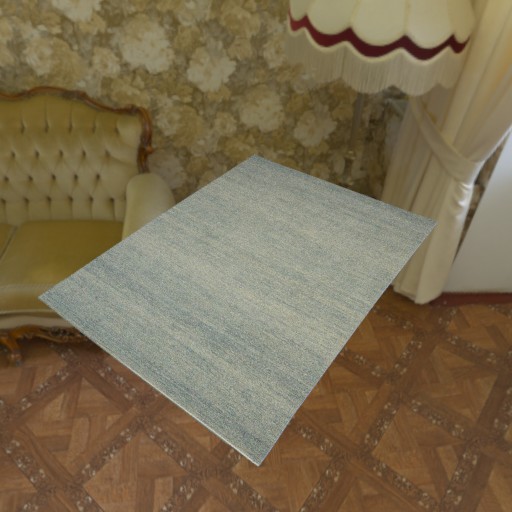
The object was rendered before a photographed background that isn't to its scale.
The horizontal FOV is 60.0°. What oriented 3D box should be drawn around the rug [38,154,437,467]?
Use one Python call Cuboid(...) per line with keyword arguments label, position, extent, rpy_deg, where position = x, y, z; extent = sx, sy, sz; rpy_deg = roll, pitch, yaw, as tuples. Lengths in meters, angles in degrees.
Cuboid(label="rug", position=(0.000, 0.000, 4.354), extent=(2.461, 0.046, 3.237), rpy_deg=(27, 48, 27))
